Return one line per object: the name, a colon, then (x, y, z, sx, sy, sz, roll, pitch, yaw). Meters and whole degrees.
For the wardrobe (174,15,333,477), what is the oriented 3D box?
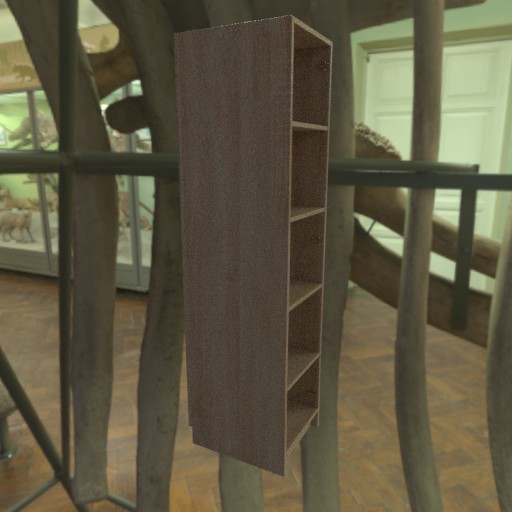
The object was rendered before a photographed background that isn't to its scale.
wardrobe: (0.000, 0.000, 2.335, 0.588, 2.117, 0.496, 7, 15, 27)
